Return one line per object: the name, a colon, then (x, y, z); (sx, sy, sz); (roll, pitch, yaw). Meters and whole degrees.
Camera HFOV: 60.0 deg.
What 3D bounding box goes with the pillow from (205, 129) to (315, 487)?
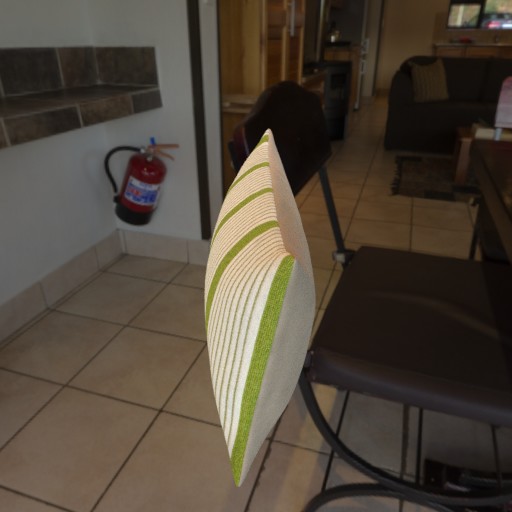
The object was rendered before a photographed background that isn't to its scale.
pillow: (0.000, 0.000, 0.712); (0.156, 0.292, 0.608); (0, 26, -1)
